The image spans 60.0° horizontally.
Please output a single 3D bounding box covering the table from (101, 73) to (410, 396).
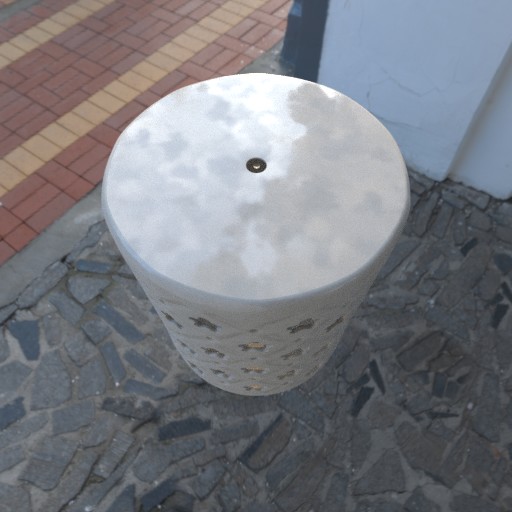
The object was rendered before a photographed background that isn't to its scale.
[{"bbox_3d":[0.000,0.000,0.664,0.352,0.387,0.352,0,58,0],"label":"table"}]
